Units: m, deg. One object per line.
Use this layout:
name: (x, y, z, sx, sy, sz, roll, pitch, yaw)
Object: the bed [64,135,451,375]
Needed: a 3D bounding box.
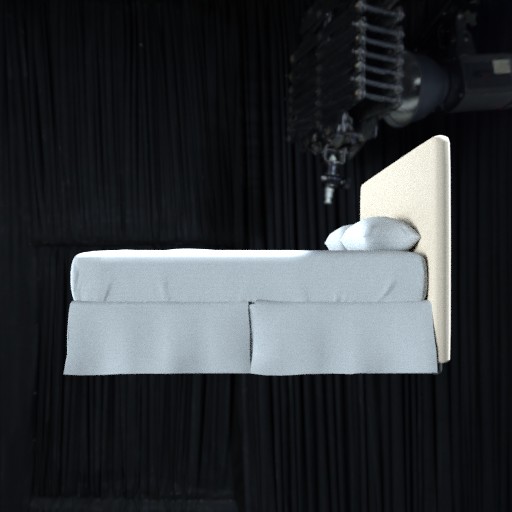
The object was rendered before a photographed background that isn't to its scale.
bed: (0.000, 0.000, 3.236, 2.142, 1.330, 1.748, 0, 0, 0)
